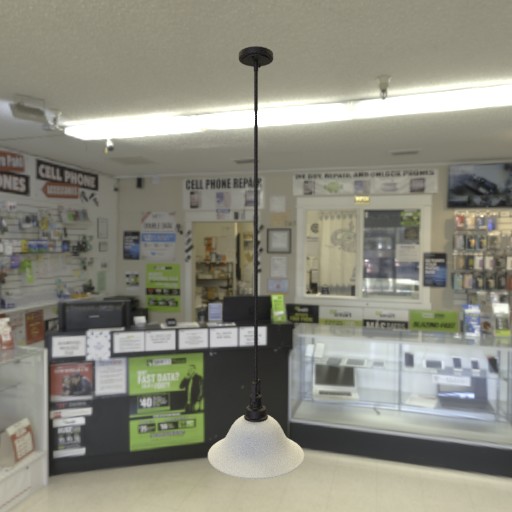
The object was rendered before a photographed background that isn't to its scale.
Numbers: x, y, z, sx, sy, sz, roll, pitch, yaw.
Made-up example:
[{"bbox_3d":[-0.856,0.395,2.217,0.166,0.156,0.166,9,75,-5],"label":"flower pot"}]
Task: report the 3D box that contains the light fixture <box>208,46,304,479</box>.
[{"bbox_3d":[0.000,0.000,1.481,0.324,1.337,0.324,0,1,18],"label":"light fixture"}]
